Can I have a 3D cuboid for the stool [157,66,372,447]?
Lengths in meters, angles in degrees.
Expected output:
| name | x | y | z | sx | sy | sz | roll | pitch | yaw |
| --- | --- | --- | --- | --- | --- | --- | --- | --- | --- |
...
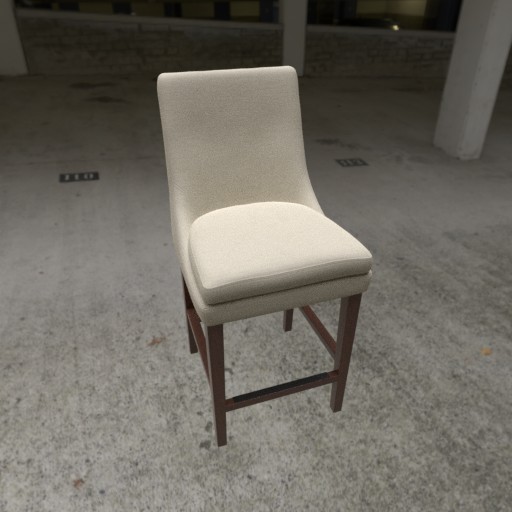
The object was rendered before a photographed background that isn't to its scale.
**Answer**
| name | x | y | z | sx | sy | sz | roll | pitch | yaw |
| --- | --- | --- | --- | --- | --- | --- | --- | --- | --- |
| stool | 0.000 | 0.000 | 1.344 | 0.470 | 0.981 | 0.577 | -10 | 33 | -16 |
